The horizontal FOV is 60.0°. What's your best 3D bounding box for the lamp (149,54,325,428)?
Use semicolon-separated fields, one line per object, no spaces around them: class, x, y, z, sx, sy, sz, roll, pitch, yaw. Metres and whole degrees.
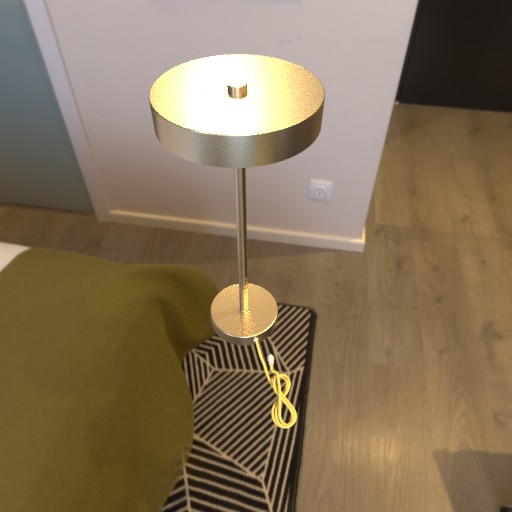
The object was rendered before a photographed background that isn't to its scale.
lamp;0.000;0.000;0.710;0.229;0.508;0.369;-15;48;-14
